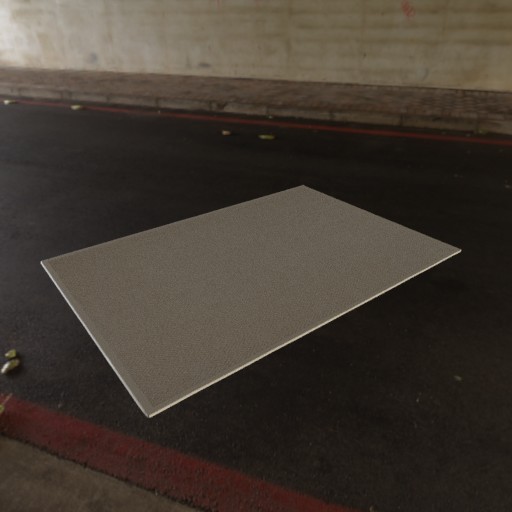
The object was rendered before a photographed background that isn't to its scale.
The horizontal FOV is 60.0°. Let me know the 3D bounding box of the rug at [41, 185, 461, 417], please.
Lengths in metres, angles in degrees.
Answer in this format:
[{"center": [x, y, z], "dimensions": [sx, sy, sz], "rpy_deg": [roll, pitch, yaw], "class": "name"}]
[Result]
[{"center": [0.000, 0.000, 2.848], "dimensions": [2.244, 0.017, 1.532], "rpy_deg": [-21, 35, -32], "class": "rug"}]
